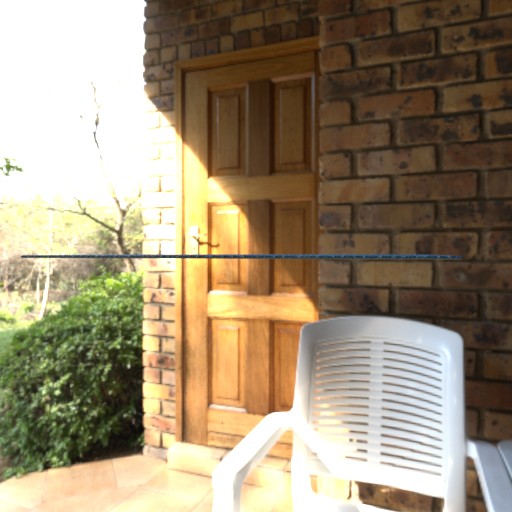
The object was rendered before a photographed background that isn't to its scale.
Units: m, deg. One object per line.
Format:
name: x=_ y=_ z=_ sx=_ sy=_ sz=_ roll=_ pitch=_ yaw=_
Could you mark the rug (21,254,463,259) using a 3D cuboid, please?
rug: x=0.000 y=0.000 z=2.786 sx=2.144 sy=0.015 sz=1.543 roll=0 pitch=0 yaw=16
